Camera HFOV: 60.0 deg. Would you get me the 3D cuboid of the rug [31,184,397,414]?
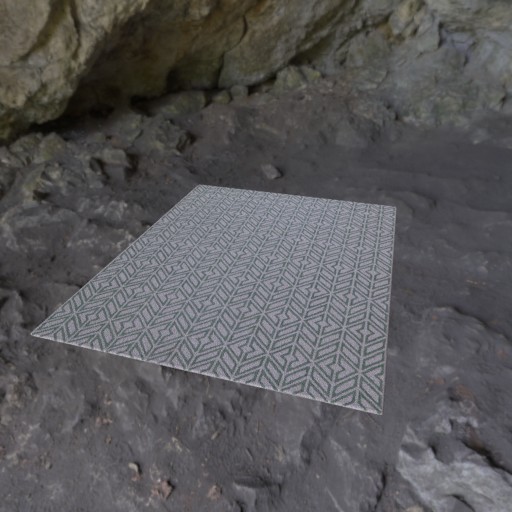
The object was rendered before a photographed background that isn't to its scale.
[{"bbox_3d":[0.000,0.000,4.105,2.441,0.017,3.050,9,31,14],"label":"rug"}]
